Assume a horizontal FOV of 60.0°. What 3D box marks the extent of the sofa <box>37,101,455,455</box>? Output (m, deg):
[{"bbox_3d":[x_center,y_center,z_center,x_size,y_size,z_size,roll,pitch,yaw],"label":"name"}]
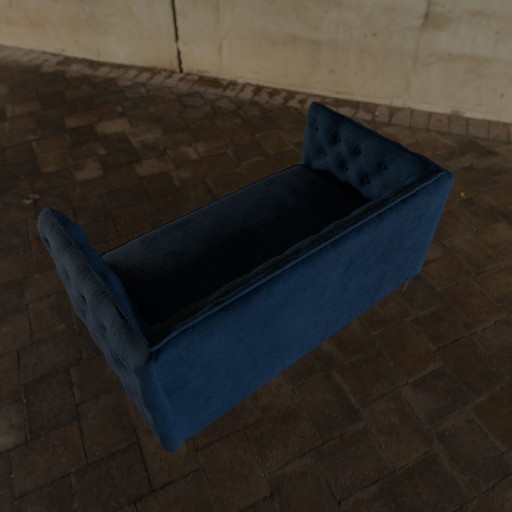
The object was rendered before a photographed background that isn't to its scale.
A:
[{"bbox_3d":[0.000,0.000,2.100,1.583,0.810,0.909,-29,52,-26],"label":"sofa"}]
